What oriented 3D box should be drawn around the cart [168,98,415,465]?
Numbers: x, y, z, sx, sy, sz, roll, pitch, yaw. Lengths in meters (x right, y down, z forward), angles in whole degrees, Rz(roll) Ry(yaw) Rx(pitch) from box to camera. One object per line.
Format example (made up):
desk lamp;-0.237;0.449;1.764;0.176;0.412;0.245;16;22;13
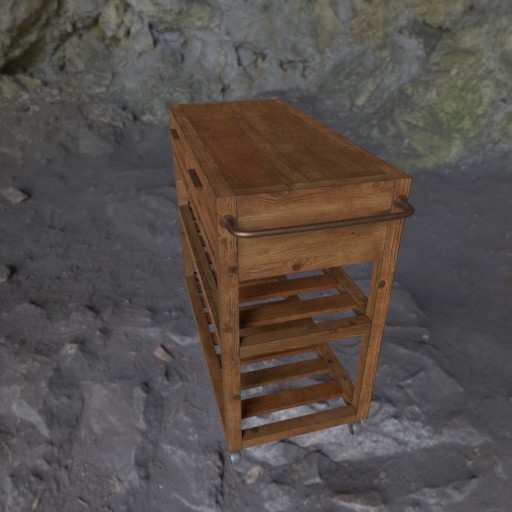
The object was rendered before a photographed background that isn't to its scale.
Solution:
cart;0.000;0.000;1.491;0.445;0.830;1.065;-8;31;-13
